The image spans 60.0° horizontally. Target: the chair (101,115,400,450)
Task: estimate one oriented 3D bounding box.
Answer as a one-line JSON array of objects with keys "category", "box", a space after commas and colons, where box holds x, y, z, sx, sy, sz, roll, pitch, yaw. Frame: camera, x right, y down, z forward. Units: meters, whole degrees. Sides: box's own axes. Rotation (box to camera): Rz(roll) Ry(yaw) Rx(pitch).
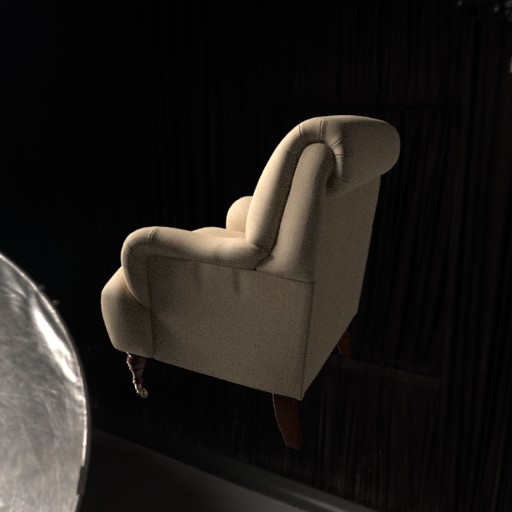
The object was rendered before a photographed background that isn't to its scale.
[{"category": "chair", "box": [0.000, 0.000, 1.574, 0.842, 0.944, 0.766, 8, 18, 24]}]
